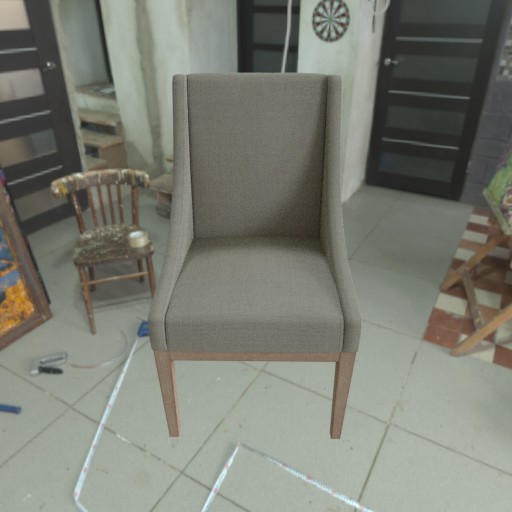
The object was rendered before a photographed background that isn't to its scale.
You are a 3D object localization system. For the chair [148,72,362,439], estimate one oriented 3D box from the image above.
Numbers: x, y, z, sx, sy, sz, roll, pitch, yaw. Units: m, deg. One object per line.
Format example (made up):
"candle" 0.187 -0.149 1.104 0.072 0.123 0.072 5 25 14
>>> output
"chair" 0.000 0.000 1.419 0.575 1.021 0.611 0 30 1
